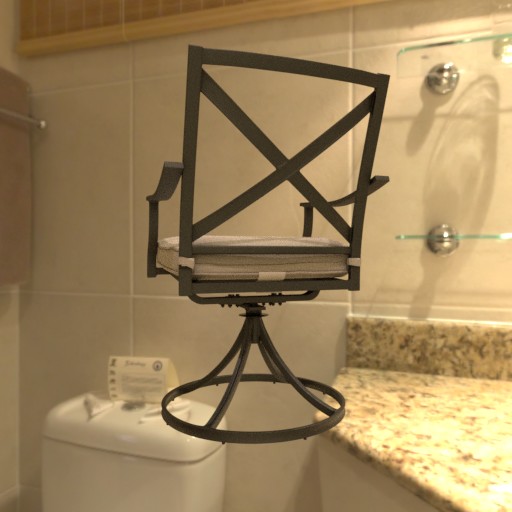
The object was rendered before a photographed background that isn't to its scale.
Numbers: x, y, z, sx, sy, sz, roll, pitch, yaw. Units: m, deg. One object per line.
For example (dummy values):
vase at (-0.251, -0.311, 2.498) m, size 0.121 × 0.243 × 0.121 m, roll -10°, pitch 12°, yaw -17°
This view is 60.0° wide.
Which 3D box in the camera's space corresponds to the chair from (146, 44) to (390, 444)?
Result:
chair at (0.000, 0.000, 1.274) m, size 0.575 × 0.889 × 0.620 m, roll 0°, pitch 0°, yaw -19°
